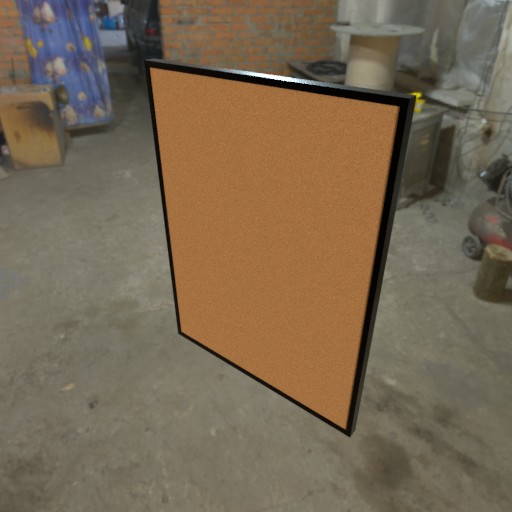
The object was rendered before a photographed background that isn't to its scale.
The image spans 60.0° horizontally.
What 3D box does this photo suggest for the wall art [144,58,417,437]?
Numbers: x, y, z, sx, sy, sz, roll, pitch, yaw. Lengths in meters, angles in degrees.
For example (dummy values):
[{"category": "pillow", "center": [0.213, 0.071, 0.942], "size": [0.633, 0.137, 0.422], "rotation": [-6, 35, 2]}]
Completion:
[{"category": "wall art", "center": [0.000, 0.000, 1.381], "size": [0.805, 1.062, 0.040], "rotation": [23, 38, 32]}]
